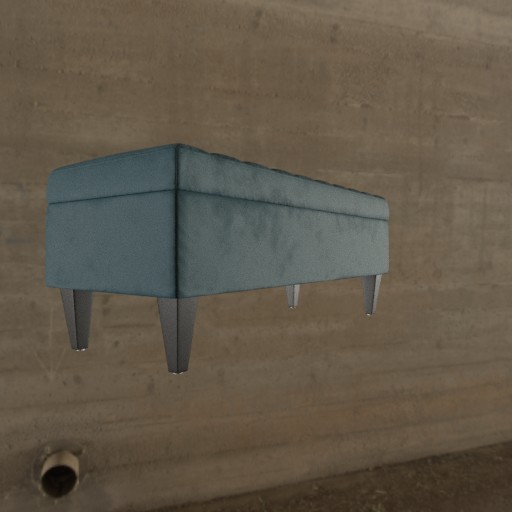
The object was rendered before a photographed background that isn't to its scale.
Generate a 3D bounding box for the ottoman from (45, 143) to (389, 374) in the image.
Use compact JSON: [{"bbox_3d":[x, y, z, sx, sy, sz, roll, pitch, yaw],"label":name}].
[{"bbox_3d":[0.000,0.000,1.428,0.482,0.469,1.151,1,1,36],"label":"ottoman"}]
